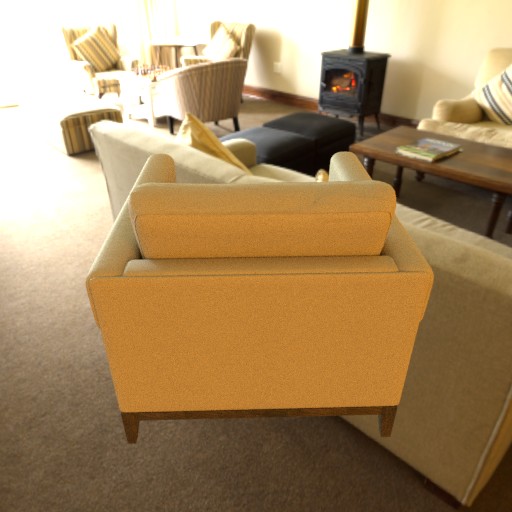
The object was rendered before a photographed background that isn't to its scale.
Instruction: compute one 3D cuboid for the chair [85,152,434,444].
[{"bbox_3d":[0.000,0.000,1.649,0.914,0.838,0.959,-1,32,-1],"label":"chair"}]
